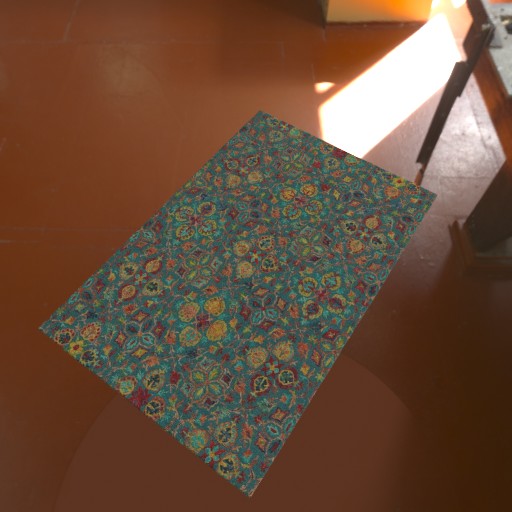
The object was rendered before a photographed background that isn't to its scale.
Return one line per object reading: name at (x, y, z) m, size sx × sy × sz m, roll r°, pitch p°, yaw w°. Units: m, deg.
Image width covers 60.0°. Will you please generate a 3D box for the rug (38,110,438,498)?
rug at (0.000, 0.000, 2.860) m, size 1.527 × 0.016 × 2.290 m, roll 31°, pitch 64°, yaw 17°
